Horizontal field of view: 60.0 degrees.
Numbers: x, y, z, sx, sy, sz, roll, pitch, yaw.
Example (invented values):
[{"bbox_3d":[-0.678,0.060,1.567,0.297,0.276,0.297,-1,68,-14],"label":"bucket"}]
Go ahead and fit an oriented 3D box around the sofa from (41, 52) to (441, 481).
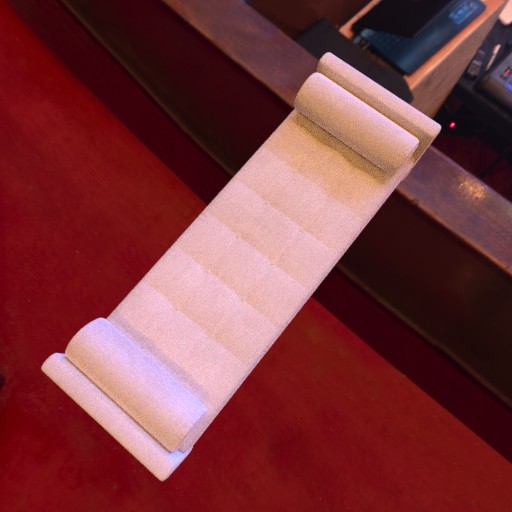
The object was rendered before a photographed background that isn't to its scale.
[{"bbox_3d":[0.000,0.000,2.240,0.686,0.635,1.981,38,78,10],"label":"sofa"}]
